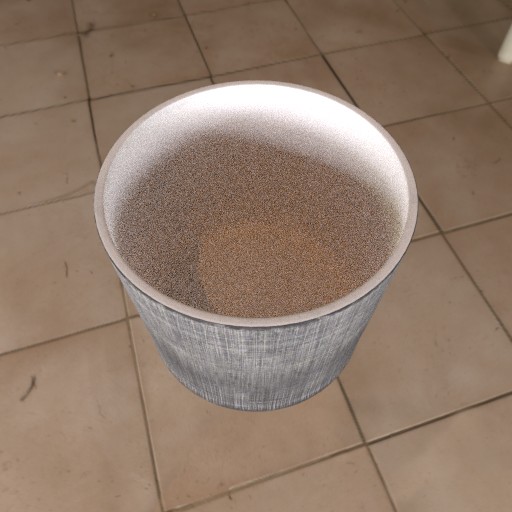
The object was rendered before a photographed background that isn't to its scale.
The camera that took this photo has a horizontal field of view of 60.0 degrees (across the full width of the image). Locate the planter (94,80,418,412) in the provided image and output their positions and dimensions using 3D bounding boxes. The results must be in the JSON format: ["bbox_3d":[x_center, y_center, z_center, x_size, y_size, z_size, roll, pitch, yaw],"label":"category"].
[{"bbox_3d":[0.000,0.000,0.313,0.178,0.157,0.178,0,57,0],"label":"planter"}]
